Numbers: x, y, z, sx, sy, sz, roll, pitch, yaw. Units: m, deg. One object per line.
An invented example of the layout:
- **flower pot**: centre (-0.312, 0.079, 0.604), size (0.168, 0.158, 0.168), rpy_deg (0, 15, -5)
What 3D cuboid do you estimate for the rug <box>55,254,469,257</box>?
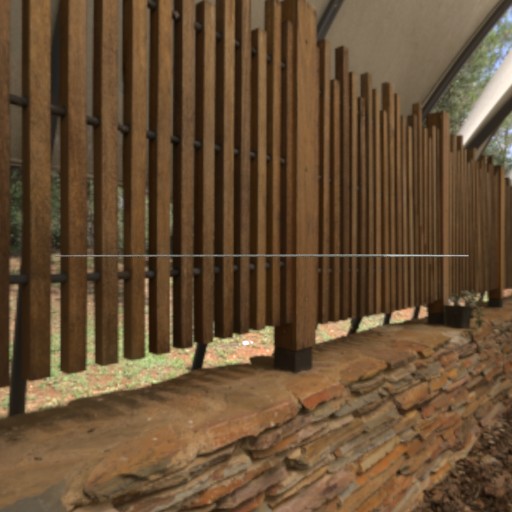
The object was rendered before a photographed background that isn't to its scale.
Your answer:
- **rug**: centre (0.000, 0.000, 2.920), size (2.284, 0.008, 1.522), rpy_deg (0, 0, 36)
